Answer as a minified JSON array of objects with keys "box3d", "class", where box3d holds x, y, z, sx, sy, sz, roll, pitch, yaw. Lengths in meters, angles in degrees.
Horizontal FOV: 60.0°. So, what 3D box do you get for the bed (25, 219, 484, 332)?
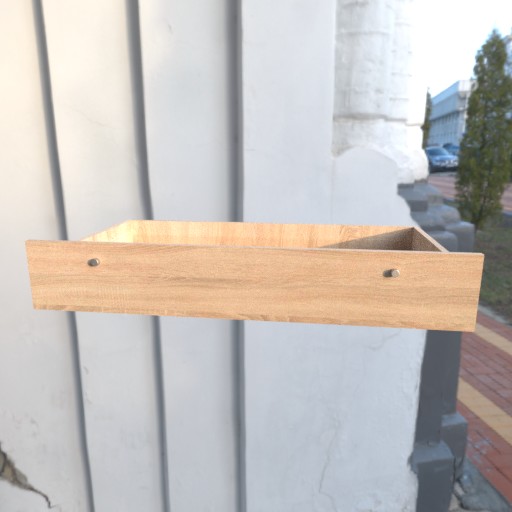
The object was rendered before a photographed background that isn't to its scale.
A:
[{"box3d":[0.000,0.000,1.488,1.200,0.209,0.685,2,14,7],"class":"bed"}]
